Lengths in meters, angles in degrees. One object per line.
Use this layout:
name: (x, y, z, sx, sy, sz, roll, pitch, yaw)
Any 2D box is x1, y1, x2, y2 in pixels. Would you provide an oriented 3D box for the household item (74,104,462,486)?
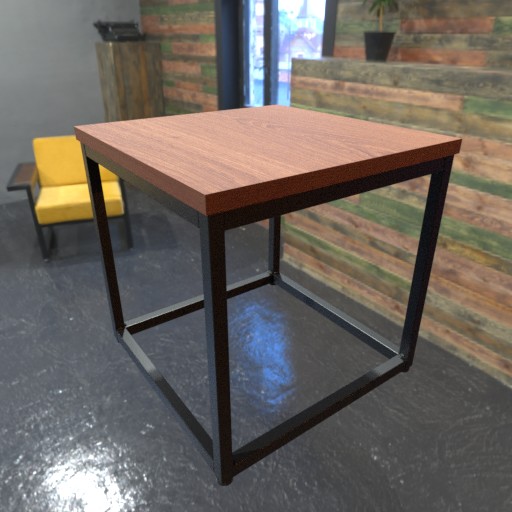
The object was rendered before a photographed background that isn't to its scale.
household item: (0.000, 0.000, 0.729, 0.400, 0.400, 0.400, -18, 32, -32)
